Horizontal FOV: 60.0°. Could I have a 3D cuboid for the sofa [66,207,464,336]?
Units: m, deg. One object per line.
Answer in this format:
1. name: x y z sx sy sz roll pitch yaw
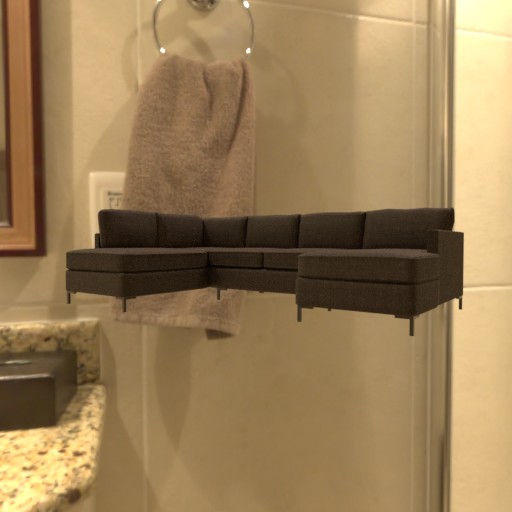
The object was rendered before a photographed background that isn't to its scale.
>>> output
1. sofa: 0.000 0.000 4.350 3.423 0.999 2.048 1 2 37
